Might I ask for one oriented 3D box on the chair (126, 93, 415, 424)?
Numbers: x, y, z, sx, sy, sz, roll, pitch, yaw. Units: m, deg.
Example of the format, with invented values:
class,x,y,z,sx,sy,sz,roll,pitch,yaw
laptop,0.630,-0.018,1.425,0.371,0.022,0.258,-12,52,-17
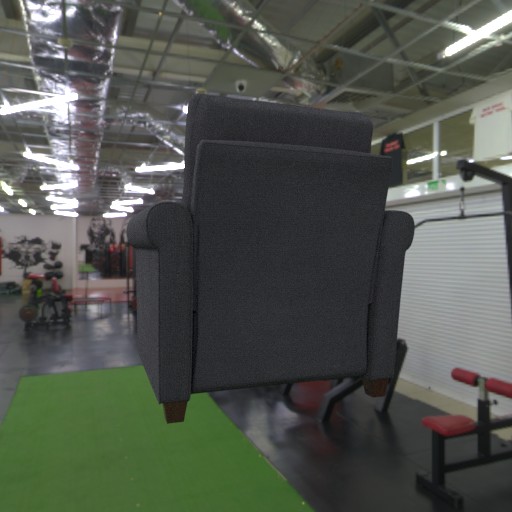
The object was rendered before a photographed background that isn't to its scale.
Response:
class,x,y,z,sx,sy,sz,roll,pitch,yaw
chair,0.000,0.000,1.623,0.867,0.942,0.828,0,0,-20
